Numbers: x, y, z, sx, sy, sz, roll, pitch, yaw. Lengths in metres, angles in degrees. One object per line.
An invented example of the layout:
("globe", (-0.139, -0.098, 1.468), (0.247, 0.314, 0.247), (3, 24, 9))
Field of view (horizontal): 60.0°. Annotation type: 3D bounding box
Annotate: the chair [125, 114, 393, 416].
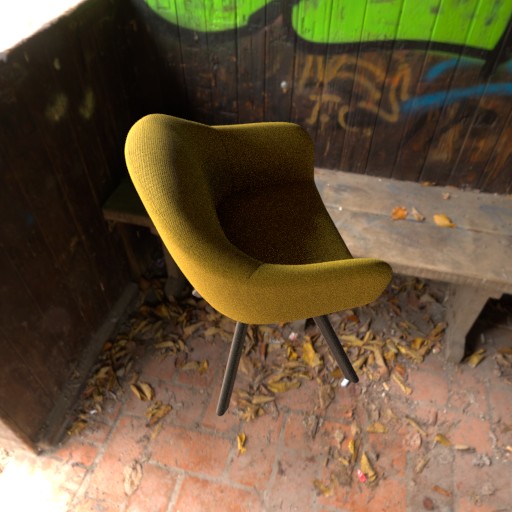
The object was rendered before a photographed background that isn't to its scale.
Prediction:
("chair", (0.000, 0.000, 1.219), (0.550, 0.795, 0.590), (-10, 48, -10))
